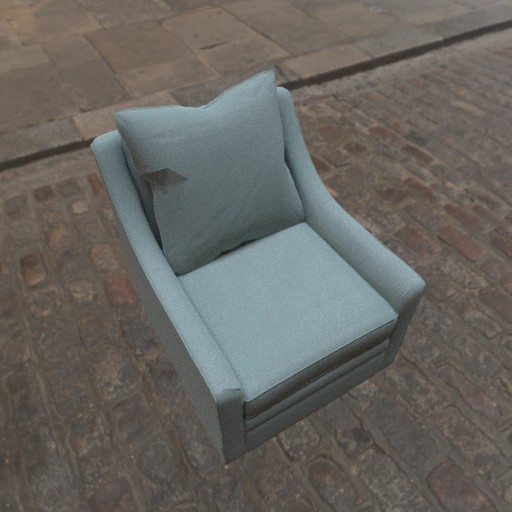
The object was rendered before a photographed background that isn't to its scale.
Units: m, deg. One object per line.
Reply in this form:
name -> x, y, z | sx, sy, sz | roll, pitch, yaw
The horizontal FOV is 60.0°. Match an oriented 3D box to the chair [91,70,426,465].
chair -> 0.000, 0.000, 1.555 | 0.760, 0.926, 0.870 | -23, 51, -21
